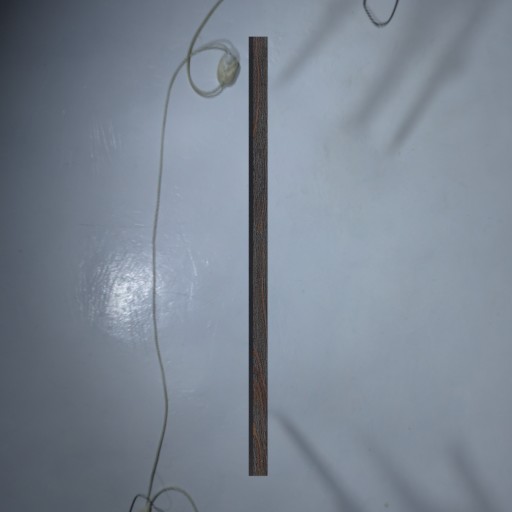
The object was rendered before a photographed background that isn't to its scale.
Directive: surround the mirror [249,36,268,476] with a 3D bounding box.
[{"bbox_3d":[0.000,0.000,1.177,0.032,0.882,0.730,0,90,0],"label":"mirror"}]
